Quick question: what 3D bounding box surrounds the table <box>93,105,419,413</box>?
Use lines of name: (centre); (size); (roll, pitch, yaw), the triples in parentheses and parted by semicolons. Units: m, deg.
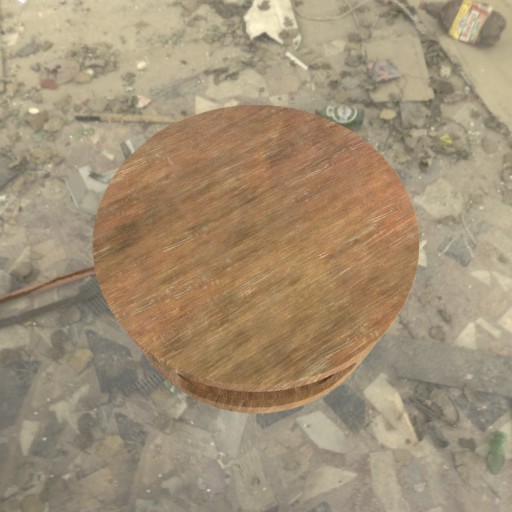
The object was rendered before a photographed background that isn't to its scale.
table: (0.000, 0.000, 1.538); (0.974, 0.450, 0.974); (0, 62, 0)
